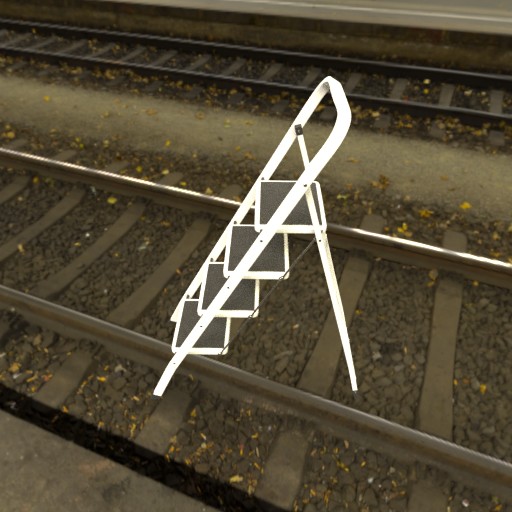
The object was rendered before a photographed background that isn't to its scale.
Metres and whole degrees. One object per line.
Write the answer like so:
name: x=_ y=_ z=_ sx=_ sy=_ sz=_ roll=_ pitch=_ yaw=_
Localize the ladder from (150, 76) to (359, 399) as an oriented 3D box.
ladder: x=0.000 y=0.000 z=1.706 sx=0.914 sy=1.265 sz=0.460 roll=1 pitch=39 yaw=1
